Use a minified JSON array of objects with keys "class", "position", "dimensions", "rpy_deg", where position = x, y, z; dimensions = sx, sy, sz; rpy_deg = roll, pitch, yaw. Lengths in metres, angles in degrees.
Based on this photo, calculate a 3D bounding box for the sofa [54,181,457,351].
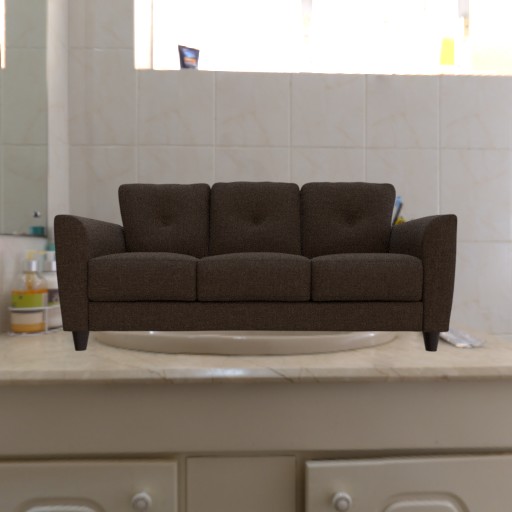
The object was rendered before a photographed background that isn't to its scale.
[{"class":"sofa","position":[0.000,0.000,2.409],"dimensions":[1.847,0.891,0.837],"rpy_deg":[0,0,0]}]
